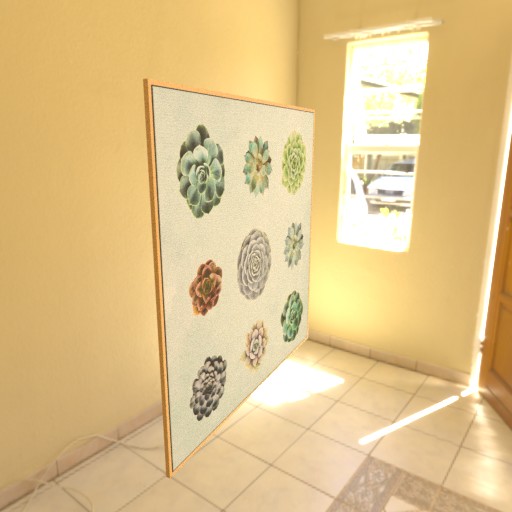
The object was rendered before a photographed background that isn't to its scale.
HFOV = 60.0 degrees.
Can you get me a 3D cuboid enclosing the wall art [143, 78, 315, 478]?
[{"bbox_3d":[0.000,0.000,1.432,0.013,0.959,0.962,7,16,27],"label":"wall art"}]
